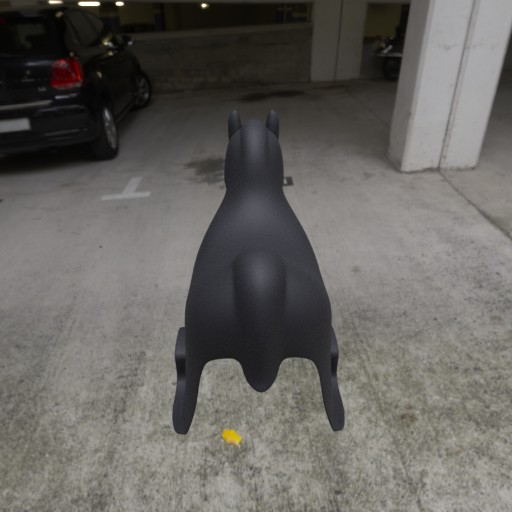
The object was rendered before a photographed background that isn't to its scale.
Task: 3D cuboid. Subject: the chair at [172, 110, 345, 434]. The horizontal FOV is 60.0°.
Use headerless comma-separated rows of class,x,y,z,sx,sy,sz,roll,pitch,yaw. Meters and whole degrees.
chair,0.000,0.000,1.134,0.429,0.612,0.800,-1,30,-1
